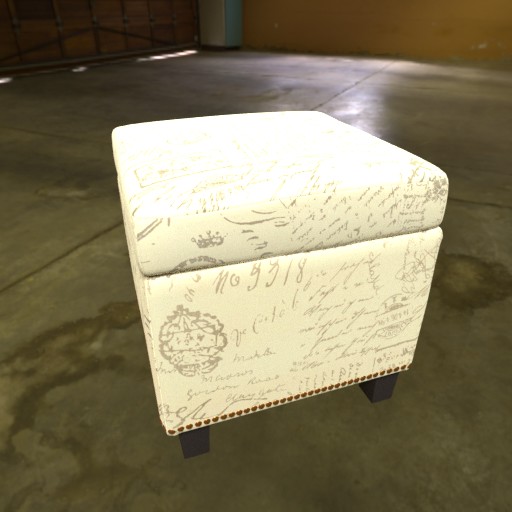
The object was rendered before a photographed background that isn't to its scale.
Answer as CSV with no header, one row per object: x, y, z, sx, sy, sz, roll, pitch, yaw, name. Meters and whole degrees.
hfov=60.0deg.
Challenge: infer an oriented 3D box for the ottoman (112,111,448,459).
0.000,0.000,0.832,0.449,0.457,0.450,-10,31,-17,ottoman
